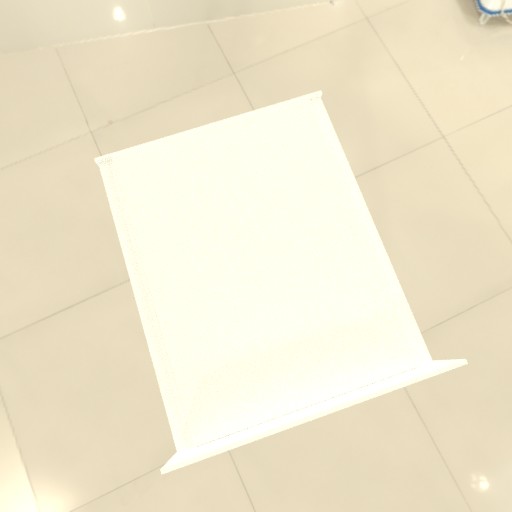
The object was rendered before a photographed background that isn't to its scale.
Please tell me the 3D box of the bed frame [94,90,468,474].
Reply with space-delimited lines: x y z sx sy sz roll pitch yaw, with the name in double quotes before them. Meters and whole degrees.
"bed frame" 0.000 0.000 2.813 1.622 0.800 1.960 -18 76 -5
